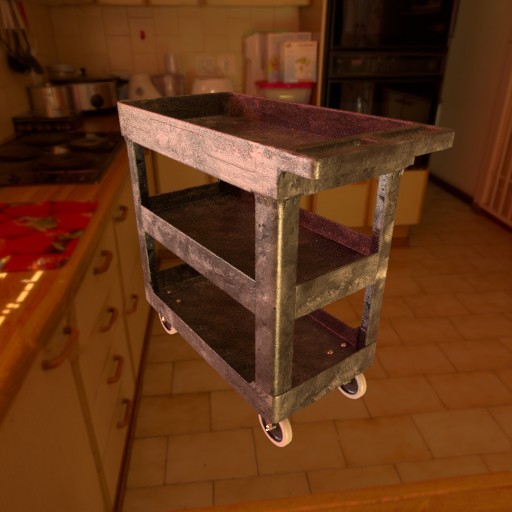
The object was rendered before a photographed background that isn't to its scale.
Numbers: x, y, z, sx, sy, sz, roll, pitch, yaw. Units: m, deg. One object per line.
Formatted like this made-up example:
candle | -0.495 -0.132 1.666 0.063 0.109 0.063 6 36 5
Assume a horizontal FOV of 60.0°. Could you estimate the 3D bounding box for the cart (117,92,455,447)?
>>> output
cart | 0.000 0.000 1.323 0.420 0.824 0.877 -19 32 -32
